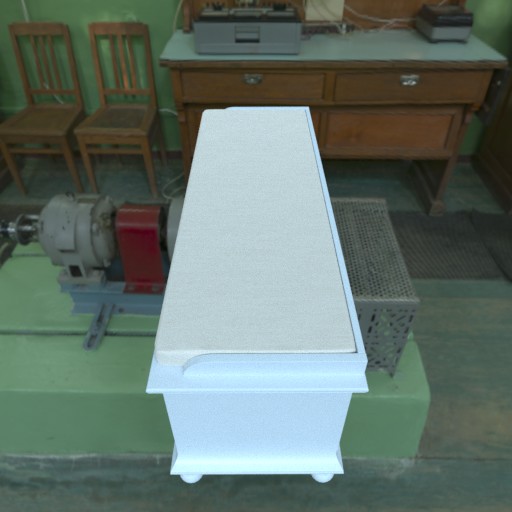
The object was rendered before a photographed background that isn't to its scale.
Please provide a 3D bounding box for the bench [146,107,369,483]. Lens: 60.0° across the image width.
[{"bbox_3d":[0.000,0.000,1.372,0.402,0.486,1.185,0,41,0],"label":"bench"}]
